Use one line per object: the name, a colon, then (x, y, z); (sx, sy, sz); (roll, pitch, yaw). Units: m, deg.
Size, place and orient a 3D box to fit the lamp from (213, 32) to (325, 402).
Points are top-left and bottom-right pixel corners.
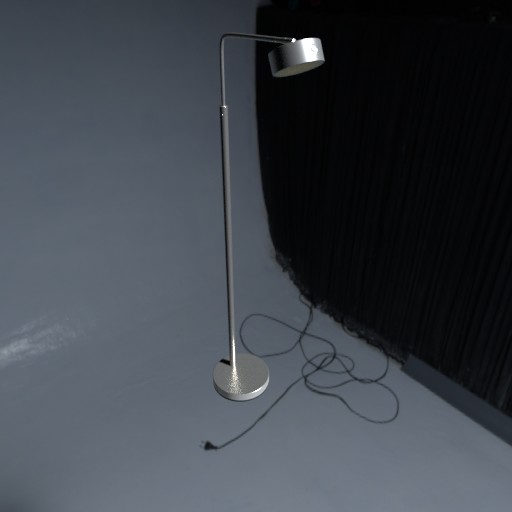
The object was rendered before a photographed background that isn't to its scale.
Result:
lamp: (0.000, 0.000, 1.384); (0.222, 1.250, 0.421); (-21, 37, -31)
